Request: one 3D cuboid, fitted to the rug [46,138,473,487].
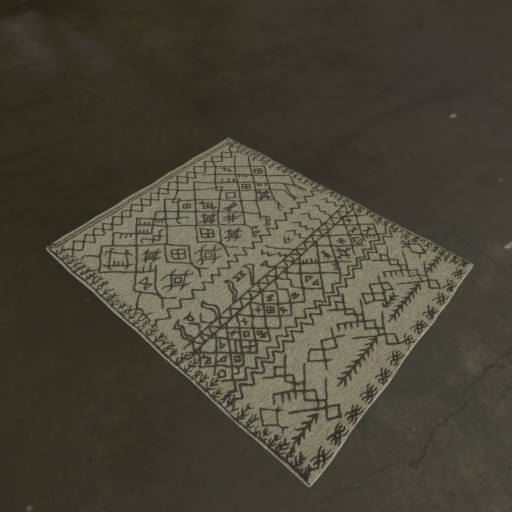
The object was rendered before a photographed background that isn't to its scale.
[{"bbox_3d":[0.000,0.000,3.215,2.455,0.025,1.964,33,56,27],"label":"rug"}]
